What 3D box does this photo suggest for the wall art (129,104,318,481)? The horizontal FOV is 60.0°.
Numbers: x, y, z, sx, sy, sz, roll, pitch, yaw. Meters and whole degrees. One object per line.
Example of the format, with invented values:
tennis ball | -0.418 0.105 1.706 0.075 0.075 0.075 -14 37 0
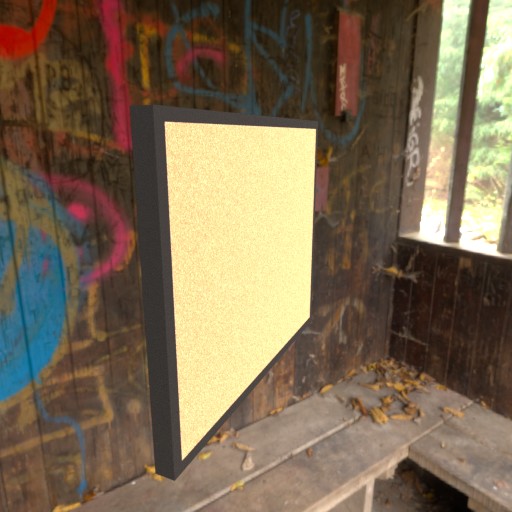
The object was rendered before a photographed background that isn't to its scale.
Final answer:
wall art | 0.000 0.000 0.753 0.030 0.454 0.554 7 17 24
